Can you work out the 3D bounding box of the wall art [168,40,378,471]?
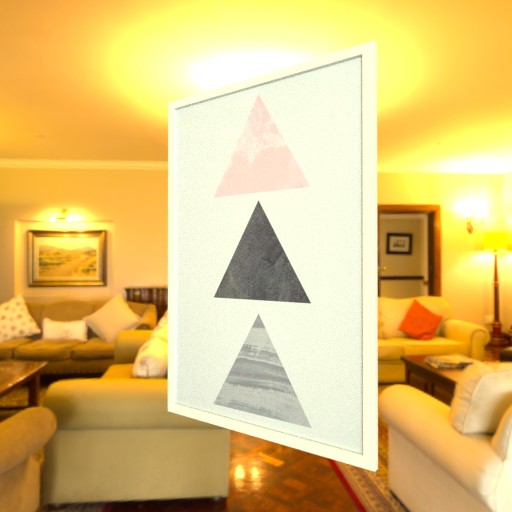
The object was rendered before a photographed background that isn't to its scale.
[{"bbox_3d":[0.000,0.000,0.814,0.456,0.656,0.013,0,-1,36],"label":"wall art"}]
